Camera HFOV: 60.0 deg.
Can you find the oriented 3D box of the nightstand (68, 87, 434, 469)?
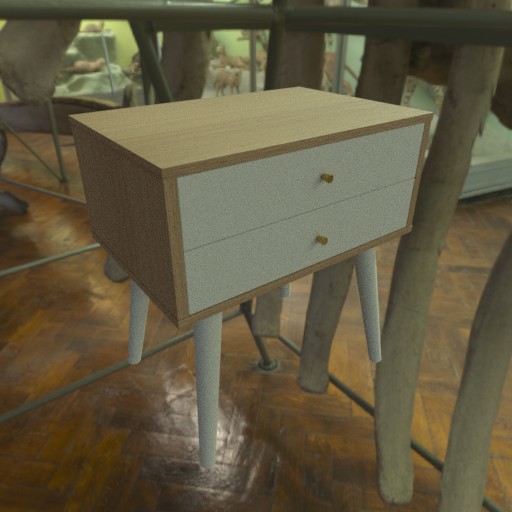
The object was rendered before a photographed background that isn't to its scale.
[{"bbox_3d":[0.000,0.000,0.981,0.571,0.610,0.407,-20,35,-31],"label":"nightstand"}]
